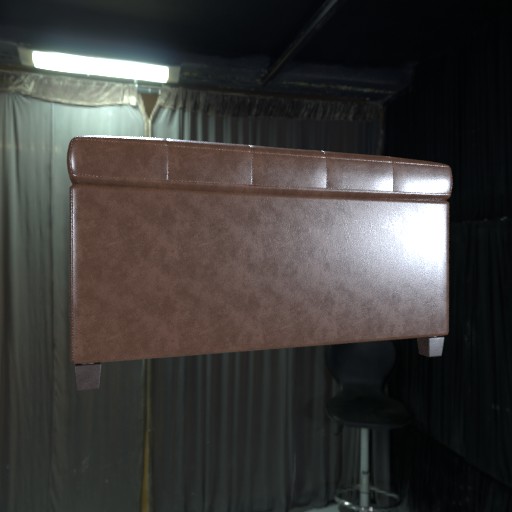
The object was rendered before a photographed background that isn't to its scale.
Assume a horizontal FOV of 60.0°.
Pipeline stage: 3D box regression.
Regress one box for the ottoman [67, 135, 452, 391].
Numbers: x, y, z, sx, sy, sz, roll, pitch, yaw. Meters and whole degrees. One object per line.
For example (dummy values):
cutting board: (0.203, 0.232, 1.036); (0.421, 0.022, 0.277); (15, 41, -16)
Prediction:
ottoman: (0.000, 0.000, 1.101); (0.838, 0.470, 0.432); (0, 1, -19)
